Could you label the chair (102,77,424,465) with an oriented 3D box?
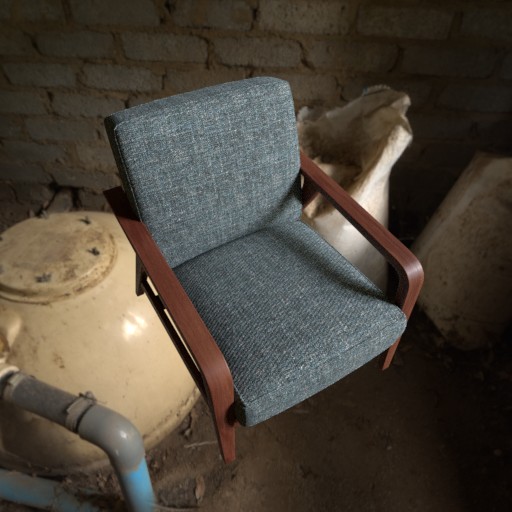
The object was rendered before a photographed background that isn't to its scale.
[{"bbox_3d":[0.000,0.000,1.468,0.719,0.864,0.889,-23,49,-21],"label":"chair"}]
